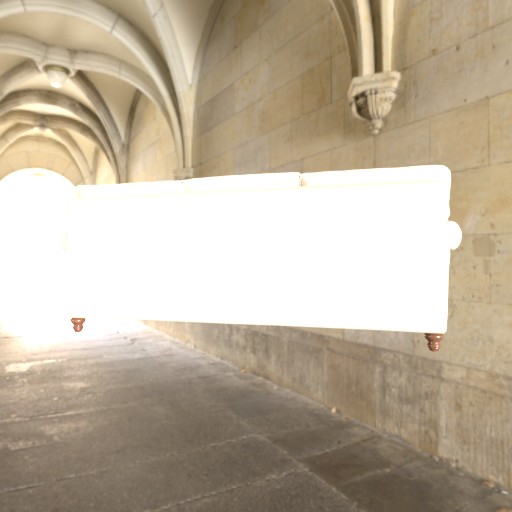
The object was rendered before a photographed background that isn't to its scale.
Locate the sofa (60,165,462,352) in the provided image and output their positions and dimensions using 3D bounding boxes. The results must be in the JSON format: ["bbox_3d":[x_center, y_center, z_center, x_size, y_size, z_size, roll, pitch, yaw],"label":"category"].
[{"bbox_3d":[0.000,0.000,2.840,2.354,0.948,0.966,0,-1,17],"label":"sofa"}]
